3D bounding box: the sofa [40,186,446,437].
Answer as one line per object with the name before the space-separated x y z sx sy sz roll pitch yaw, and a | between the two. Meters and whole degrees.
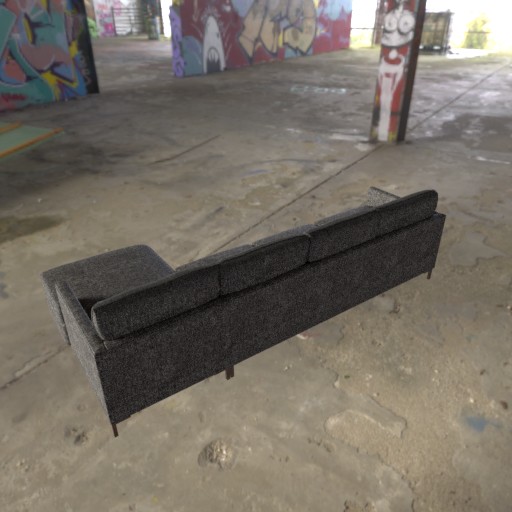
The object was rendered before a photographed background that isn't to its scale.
sofa | 0.000 0.000 4.005 3.384 0.970 1.488 -19 35 -30
